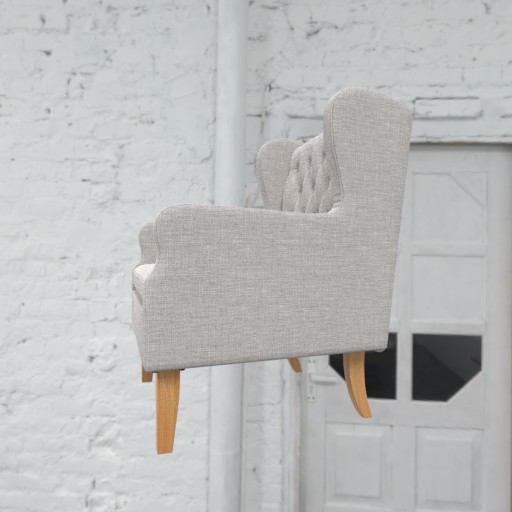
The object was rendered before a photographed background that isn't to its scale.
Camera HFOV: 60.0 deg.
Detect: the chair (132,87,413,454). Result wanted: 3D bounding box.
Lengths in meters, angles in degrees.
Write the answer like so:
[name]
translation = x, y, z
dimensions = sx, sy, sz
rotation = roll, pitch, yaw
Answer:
[chair]
translation = 0.000, 0.000, 1.451
dimensions = 0.760, 0.930, 0.710
rotation = 0, 1, -18
